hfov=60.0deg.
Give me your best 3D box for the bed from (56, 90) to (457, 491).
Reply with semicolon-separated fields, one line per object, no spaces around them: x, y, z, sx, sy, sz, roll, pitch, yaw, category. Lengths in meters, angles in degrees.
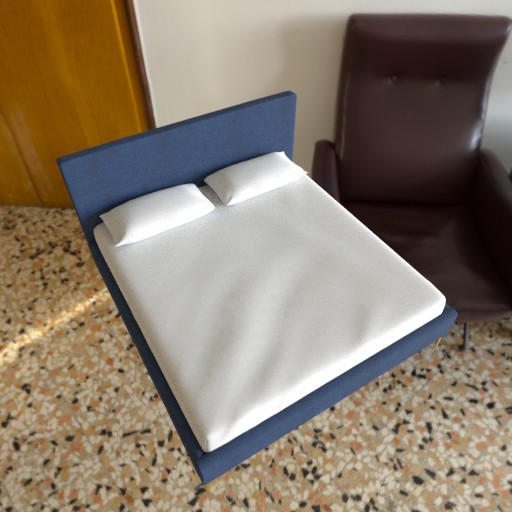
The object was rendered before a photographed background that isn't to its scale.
0.000;0.000;3.366;2.096;1.231;2.232;-24;51;-21;bed
